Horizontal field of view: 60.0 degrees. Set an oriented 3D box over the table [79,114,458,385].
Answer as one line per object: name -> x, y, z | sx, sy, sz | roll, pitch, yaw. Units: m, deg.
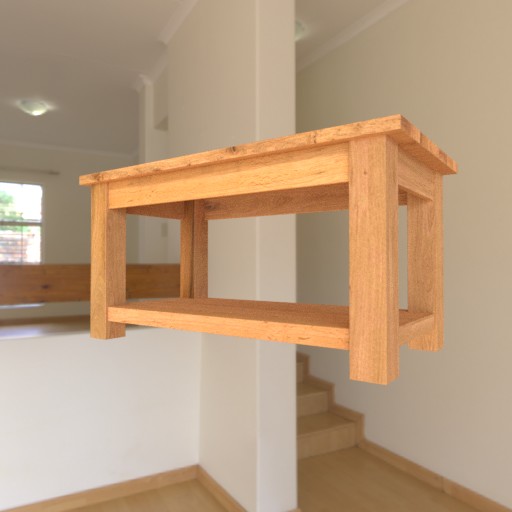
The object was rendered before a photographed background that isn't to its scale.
table -> 0.000, 0.000, 1.165 | 0.899, 0.452, 0.450 | -1, -1, 35
